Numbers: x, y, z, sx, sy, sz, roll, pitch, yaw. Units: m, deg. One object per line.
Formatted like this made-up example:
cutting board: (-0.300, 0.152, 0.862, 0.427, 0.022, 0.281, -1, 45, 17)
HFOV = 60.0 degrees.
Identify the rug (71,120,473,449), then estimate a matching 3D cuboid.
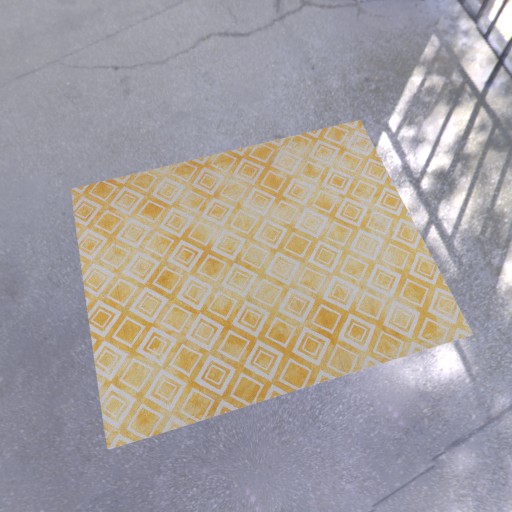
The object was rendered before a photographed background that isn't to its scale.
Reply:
rug: (0.000, 0.000, 3.989, 3.037, 0.011, 2.433, -15, 65, -7)
